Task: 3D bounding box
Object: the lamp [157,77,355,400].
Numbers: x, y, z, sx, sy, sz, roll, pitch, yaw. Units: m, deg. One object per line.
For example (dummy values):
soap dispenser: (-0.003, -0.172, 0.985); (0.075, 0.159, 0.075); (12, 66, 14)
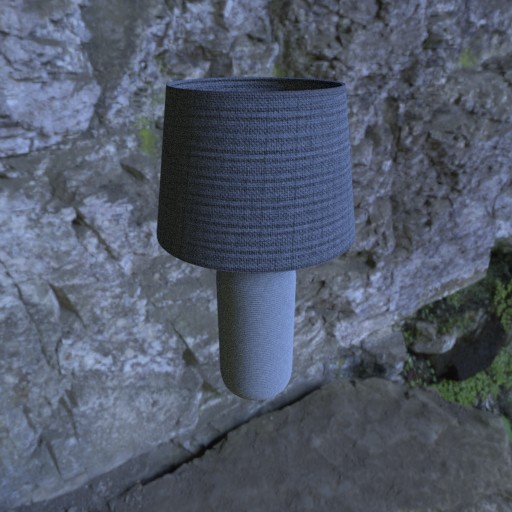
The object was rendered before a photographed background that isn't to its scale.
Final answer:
lamp: (0.000, 0.000, 0.589); (0.251, 0.429, 0.251); (0, 26, 0)
